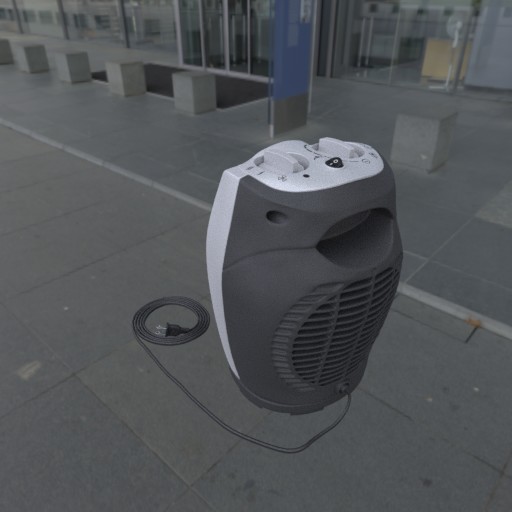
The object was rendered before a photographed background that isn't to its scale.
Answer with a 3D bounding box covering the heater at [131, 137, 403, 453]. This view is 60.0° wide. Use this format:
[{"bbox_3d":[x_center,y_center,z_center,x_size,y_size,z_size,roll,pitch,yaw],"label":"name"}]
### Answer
[{"bbox_3d":[0.000,0.000,0.472,0.239,0.255,0.291,-19,36,-28],"label":"heater"}]
